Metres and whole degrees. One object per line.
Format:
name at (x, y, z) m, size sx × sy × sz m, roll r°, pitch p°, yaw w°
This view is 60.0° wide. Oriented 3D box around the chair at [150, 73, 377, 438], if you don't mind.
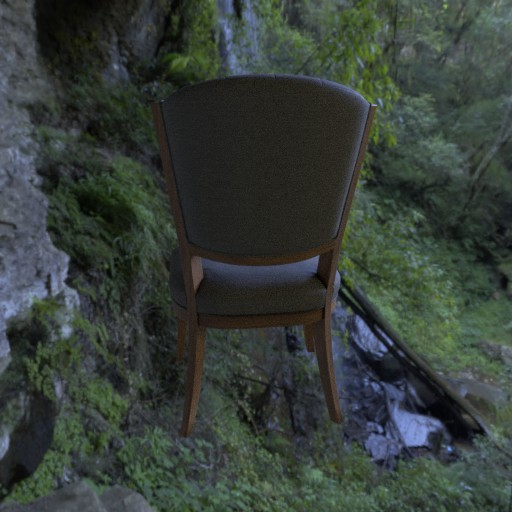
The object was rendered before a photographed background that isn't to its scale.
chair at (0.000, 0.000, 1.262) m, size 0.513 × 0.905 × 0.584 m, roll -2°, pitch 16°, yaw -7°
